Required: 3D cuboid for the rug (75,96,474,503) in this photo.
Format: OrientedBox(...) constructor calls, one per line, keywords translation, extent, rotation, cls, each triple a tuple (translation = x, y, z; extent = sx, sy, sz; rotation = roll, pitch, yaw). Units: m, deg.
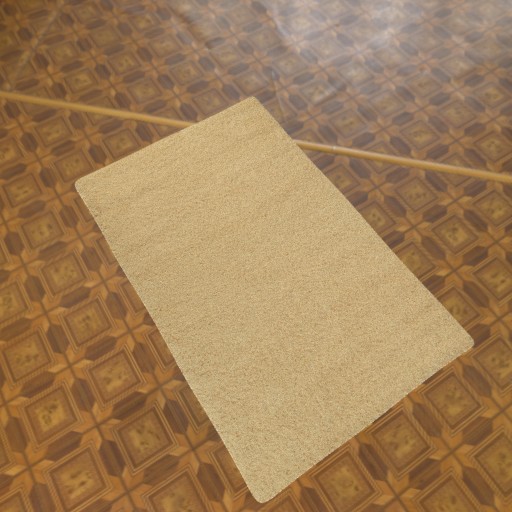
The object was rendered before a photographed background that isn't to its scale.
OrientedBox(translation=(0.000, 0.000, 2.820), extent=(1.500, 0.026, 2.349), rotation=(-30, 67, -14), cls="rug")
